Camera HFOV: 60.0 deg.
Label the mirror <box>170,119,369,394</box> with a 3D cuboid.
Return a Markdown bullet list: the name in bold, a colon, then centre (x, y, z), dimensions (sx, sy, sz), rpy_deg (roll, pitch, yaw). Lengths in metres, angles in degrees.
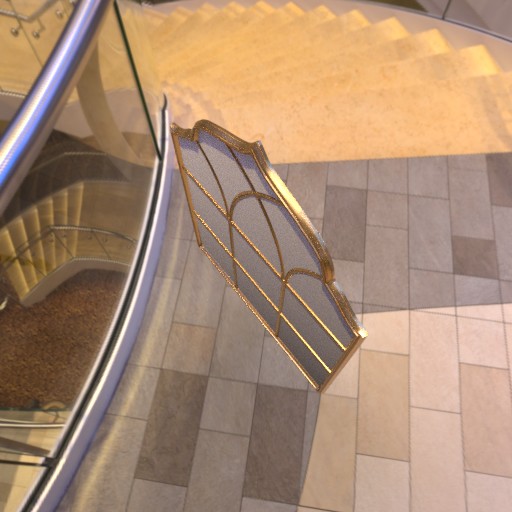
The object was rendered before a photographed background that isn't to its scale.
- **mirror**: centre (0.000, 0.000, 0.851), dimensions (0.018, 0.635, 0.513), rpy_deg (-35, 68, -16)
